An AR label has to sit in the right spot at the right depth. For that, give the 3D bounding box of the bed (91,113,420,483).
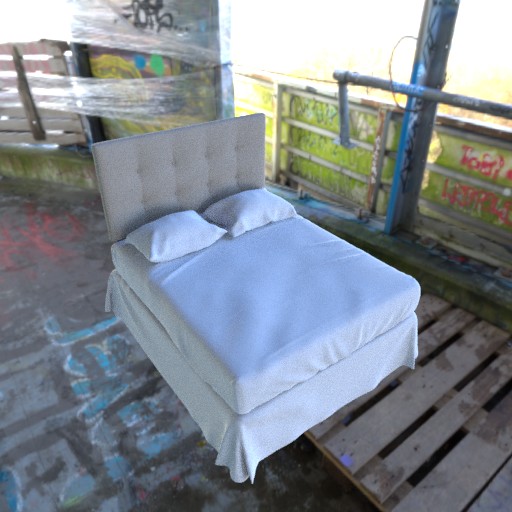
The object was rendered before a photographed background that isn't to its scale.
[{"bbox_3d":[0.000,0.000,3.479,1.936,1.577,2.222,-21,38,-30],"label":"bed"}]
